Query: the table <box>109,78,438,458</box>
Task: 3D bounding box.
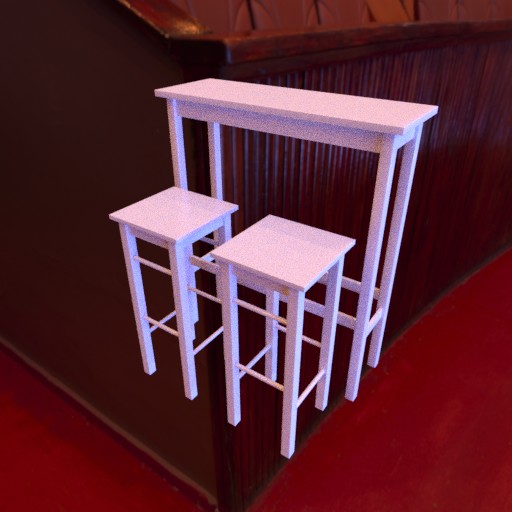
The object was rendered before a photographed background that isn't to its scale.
[{"bbox_3d":[0.000,0.000,1.629,0.915,1.065,0.650,20,36,30],"label":"table"}]
